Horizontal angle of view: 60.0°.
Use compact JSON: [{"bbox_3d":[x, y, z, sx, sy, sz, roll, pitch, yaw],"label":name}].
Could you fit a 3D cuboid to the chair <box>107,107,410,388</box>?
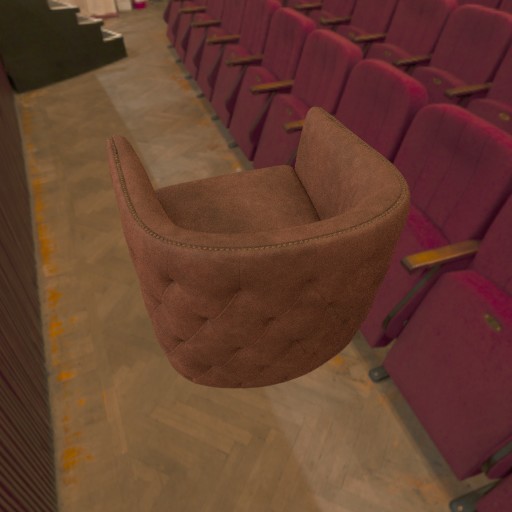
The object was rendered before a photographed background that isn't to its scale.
[{"bbox_3d":[0.000,0.000,1.551,0.850,0.790,0.870,-12,43,-14],"label":"chair"}]
